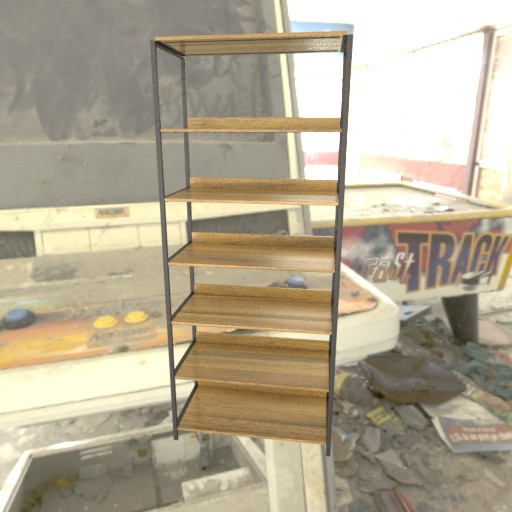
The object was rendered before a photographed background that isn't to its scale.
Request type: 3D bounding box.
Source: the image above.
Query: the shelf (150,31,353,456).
[{"bbox_3d":[0.000,0.000,2.298,0.847,2.015,0.431,2,16,8],"label":"shelf"}]
